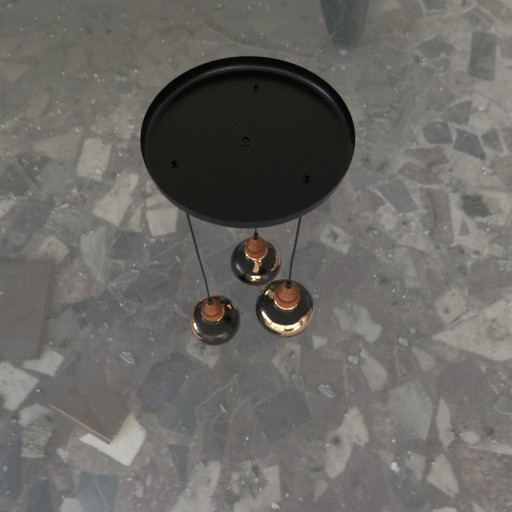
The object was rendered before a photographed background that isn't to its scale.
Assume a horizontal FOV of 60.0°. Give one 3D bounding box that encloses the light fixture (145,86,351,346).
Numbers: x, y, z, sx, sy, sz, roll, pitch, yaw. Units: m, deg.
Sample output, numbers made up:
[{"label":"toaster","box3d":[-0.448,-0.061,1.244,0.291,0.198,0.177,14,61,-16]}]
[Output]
[{"label":"light fixture","box3d":[0.000,0.000,1.776,0.605,1.410,0.608,31,67,14]}]
